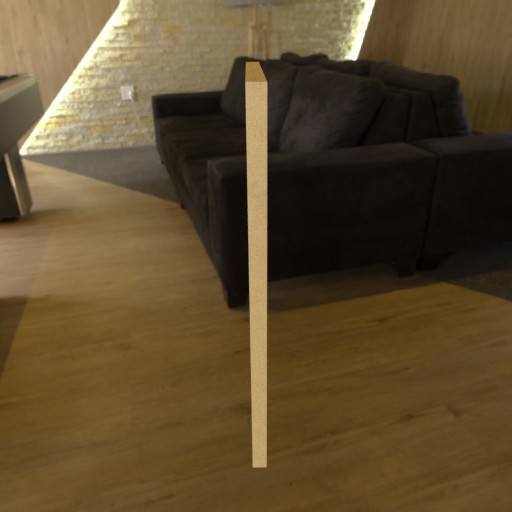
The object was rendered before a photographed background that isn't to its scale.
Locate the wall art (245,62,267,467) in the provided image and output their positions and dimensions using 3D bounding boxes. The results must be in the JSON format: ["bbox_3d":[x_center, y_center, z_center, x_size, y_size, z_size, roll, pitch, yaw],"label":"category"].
[{"bbox_3d":[0.000,0.000,1.041,0.039,0.810,0.510,0,27,-1],"label":"wall art"}]
